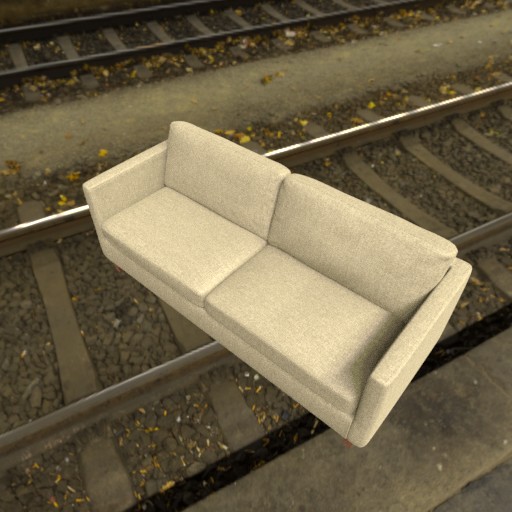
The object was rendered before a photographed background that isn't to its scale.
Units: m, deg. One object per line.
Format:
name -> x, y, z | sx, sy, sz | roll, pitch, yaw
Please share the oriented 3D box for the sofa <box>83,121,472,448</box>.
sofa -> 0.000, 0.000, 2.748 | 2.208, 0.960, 0.956 | 31, 52, 28
